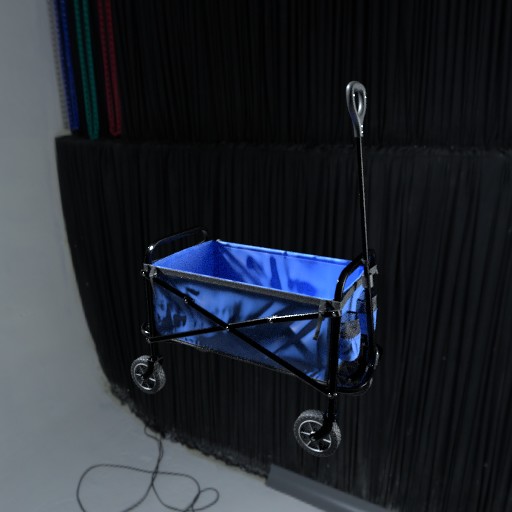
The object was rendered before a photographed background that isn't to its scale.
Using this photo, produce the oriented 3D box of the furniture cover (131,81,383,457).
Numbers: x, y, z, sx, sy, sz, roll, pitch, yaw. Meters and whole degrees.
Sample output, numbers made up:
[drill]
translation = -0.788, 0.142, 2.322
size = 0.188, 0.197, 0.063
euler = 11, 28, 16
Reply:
[furniture cover]
translation = 0.000, 0.000, 1.800
size = 1.038, 1.295, 0.532
euler = 9, 19, 27
